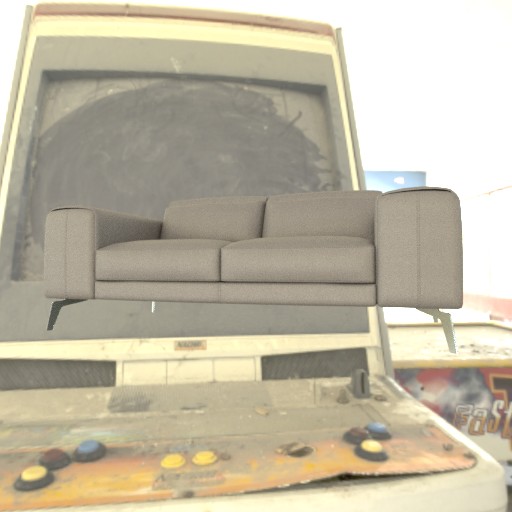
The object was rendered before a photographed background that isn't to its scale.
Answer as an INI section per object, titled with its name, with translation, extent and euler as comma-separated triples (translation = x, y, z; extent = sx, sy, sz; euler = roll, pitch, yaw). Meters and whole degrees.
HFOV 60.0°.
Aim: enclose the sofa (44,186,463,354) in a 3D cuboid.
[sofa]
translation = 0.000, 0.000, 2.385
extent = 1.930, 0.753, 1.024
euler = -1, -2, 18
